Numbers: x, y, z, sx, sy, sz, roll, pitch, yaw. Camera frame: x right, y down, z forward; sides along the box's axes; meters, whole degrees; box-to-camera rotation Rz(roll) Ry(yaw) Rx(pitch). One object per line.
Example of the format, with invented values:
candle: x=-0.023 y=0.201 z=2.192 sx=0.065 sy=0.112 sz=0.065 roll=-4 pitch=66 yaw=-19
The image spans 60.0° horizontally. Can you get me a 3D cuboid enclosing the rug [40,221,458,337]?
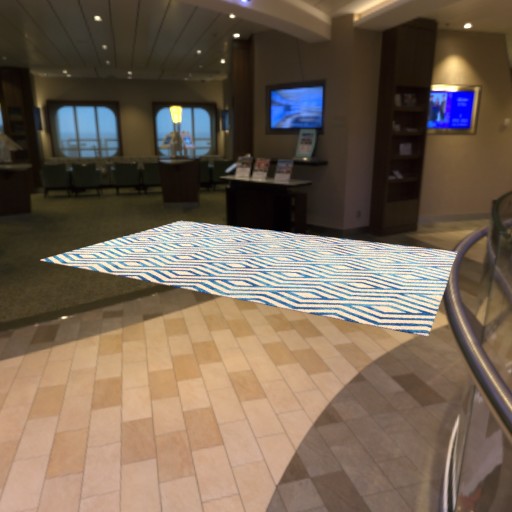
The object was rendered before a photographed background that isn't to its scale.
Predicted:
rug: x=0.000 y=0.000 z=3.049 sx=2.439 sy=0.008 sz=1.531 roll=8 pitch=18 yaw=27
